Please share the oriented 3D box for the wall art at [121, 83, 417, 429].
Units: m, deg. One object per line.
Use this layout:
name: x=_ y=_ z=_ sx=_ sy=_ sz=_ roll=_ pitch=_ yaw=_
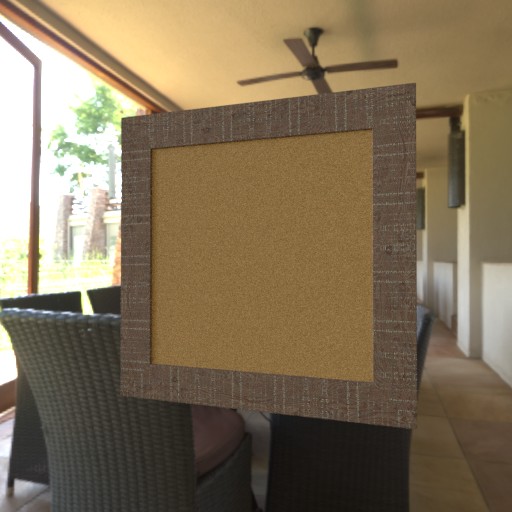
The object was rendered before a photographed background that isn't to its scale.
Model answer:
wall art: x=0.000 y=0.000 z=0.781 sx=0.531 sy=0.531 sz=0.040 roll=0 pitch=-1 yaw=18
